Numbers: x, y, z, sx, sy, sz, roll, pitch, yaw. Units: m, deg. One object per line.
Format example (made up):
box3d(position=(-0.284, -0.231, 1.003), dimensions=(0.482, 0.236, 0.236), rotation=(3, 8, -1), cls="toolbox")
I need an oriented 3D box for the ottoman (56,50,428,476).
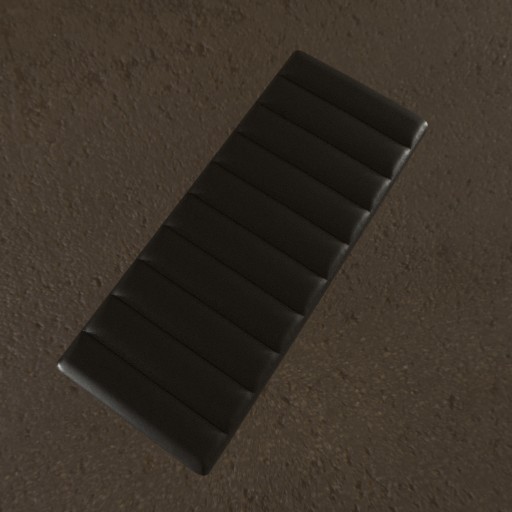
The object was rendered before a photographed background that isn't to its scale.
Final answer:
box3d(position=(0.000, 0.000, 1.399), dimensions=(0.482, 0.469, 1.151), rotation=(33, 78, 8), cls="ottoman")
